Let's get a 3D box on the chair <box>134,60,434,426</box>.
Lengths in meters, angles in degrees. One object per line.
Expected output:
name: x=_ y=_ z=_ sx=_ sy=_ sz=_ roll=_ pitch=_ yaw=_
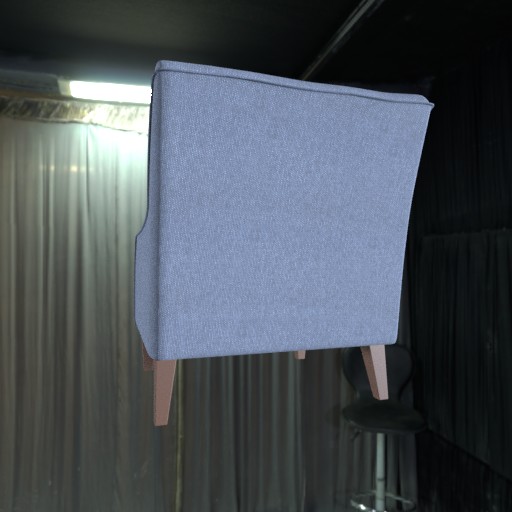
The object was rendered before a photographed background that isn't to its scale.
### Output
chair: x=0.000 y=0.000 z=1.542 sx=0.780 sy=0.919 sz=0.899 roll=0 pitch=0 yaw=-18
